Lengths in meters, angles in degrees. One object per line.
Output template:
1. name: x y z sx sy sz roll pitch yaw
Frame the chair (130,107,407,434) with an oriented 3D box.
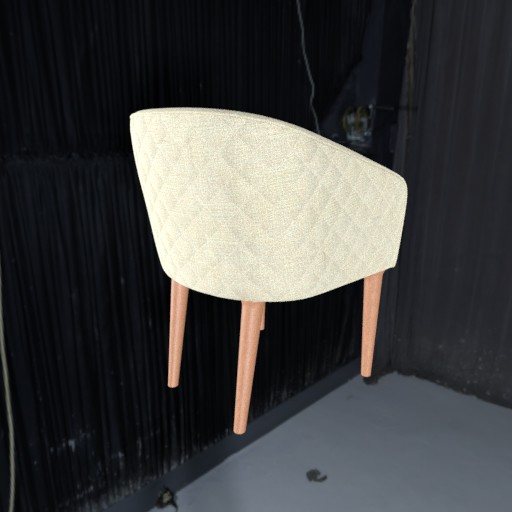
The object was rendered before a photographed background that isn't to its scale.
1. chair: 0.000 0.000 1.249 0.616 0.775 0.584 -15 22 -43
